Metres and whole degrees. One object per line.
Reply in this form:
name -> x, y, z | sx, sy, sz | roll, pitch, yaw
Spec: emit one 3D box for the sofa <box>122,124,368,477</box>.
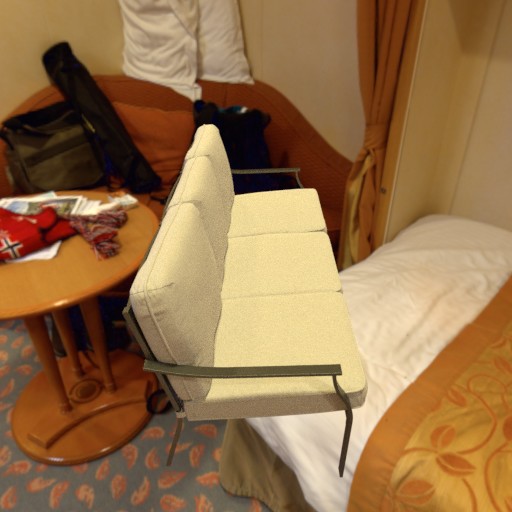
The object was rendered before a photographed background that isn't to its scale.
sofa -> 0.000, 0.000, 2.168 | 0.787, 0.860, 1.740 | 0, 32, 0
